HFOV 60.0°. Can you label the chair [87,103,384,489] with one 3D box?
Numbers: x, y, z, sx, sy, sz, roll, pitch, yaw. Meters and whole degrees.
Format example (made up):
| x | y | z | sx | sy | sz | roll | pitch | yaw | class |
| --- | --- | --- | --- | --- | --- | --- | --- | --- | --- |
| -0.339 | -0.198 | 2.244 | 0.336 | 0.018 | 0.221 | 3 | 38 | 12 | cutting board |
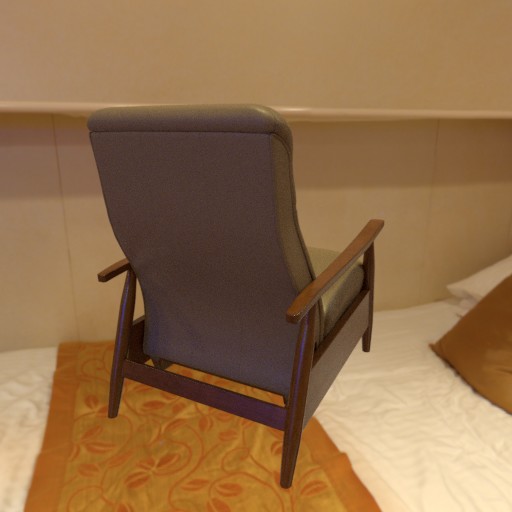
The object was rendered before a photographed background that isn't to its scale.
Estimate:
| x | y | z | sx | sy | sz | roll | pitch | yaw | class |
| --- | --- | --- | --- | --- | --- | --- | --- | --- | --- |
| 0.000 | 0.000 | 1.731 | 0.762 | 1.082 | 1.014 | 8 | 18 | 27 | chair |
